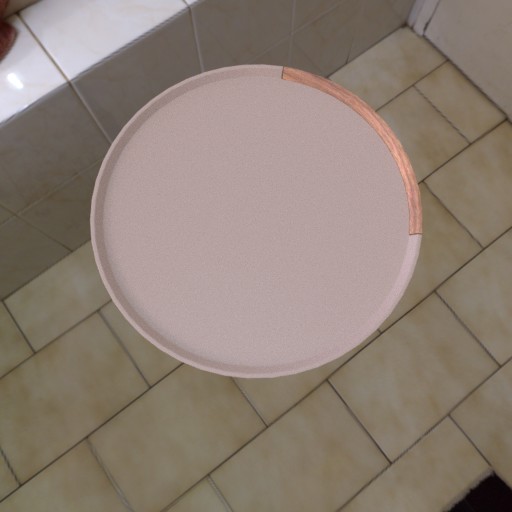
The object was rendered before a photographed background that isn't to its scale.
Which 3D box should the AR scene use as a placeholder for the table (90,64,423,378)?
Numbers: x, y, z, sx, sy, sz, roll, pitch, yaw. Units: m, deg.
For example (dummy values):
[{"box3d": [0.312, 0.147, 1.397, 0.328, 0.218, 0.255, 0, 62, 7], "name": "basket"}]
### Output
[{"box3d": [0.000, 0.000, 0.855, 0.450, 0.530, 0.450, 0, 76, 0], "name": "table"}]
